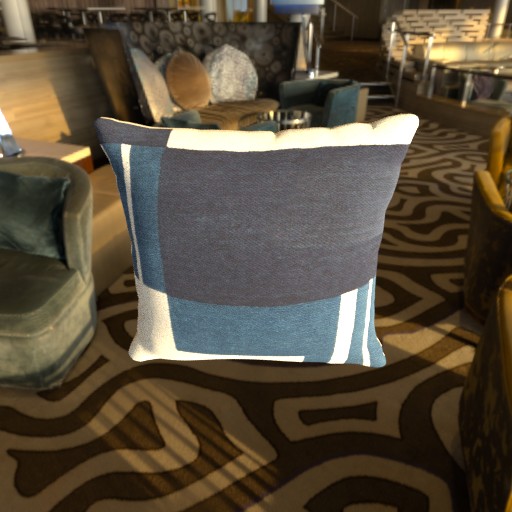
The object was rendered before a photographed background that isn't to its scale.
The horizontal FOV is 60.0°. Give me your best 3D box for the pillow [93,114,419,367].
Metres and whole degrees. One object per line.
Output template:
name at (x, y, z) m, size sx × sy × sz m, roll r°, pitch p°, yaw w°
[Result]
pillow at (0.000, 0.000, 0.809) m, size 0.536 × 0.506 × 0.229 m, roll 1°, pitch 29°, yaw 2°
